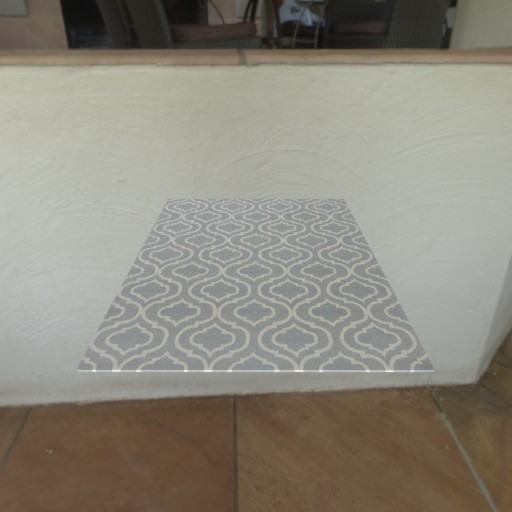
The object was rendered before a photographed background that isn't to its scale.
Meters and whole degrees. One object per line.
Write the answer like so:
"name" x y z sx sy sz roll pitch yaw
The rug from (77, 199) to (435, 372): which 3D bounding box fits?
"rug" 0.000 0.000 2.718 1.451 0.010 2.080 0 27 0
